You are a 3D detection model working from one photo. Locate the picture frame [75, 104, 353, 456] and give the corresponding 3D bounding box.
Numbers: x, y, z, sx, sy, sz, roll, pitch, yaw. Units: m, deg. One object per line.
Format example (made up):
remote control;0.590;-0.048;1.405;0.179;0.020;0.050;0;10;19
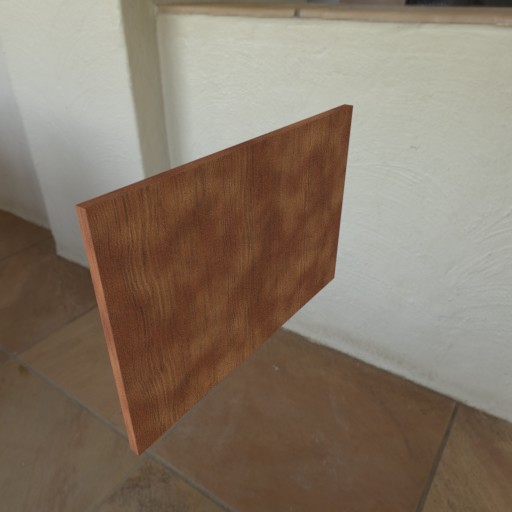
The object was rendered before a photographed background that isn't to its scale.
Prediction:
picture frame;0.000;0.000;1.215;0.029;0.640;0.950;21;37;31
